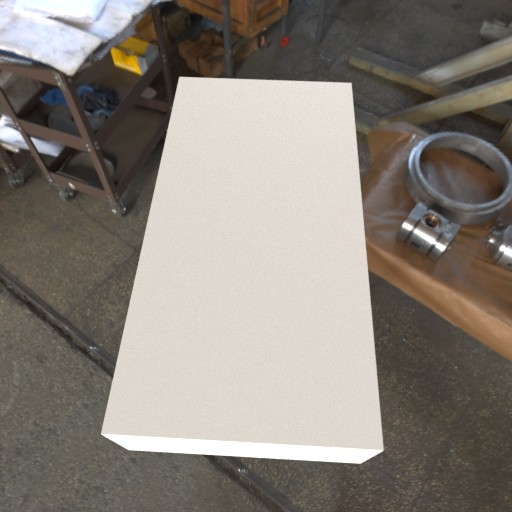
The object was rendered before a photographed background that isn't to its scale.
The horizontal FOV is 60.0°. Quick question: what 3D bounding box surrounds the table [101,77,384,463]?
[{"bbox_3d":[0.000,0.000,1.443,0.609,0.432,1.194,3,59,2],"label":"table"}]
